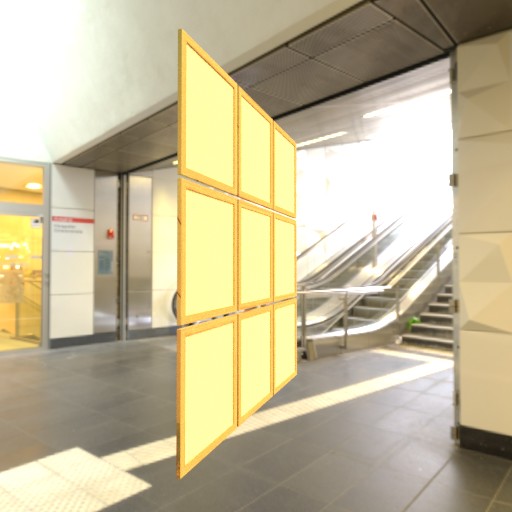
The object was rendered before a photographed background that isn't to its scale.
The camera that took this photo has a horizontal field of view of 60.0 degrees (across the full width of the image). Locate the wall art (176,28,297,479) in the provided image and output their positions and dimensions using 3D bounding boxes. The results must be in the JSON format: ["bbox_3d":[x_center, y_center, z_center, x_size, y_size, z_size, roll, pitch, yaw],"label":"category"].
[{"bbox_3d":[0.000,0.000,1.770,0.013,1.219,1.214,0,-1,20],"label":"wall art"}]
